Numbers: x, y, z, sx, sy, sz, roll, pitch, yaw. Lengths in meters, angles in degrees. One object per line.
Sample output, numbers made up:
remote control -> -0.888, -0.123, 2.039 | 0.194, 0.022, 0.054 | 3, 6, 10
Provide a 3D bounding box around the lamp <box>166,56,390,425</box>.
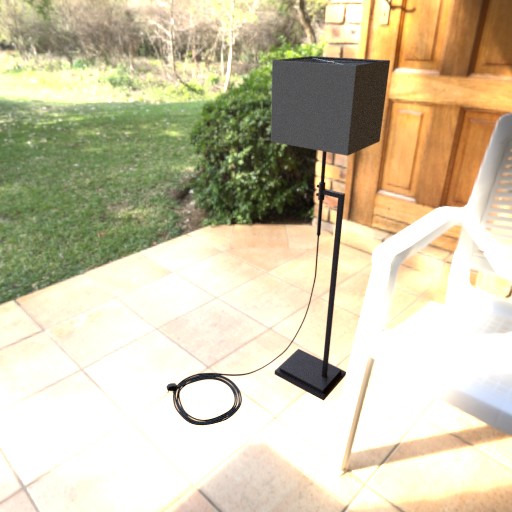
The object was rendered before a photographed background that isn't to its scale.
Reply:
lamp -> 0.000, 0.000, 1.991 | 0.698, 1.600, 0.774 | 20, 34, 33
